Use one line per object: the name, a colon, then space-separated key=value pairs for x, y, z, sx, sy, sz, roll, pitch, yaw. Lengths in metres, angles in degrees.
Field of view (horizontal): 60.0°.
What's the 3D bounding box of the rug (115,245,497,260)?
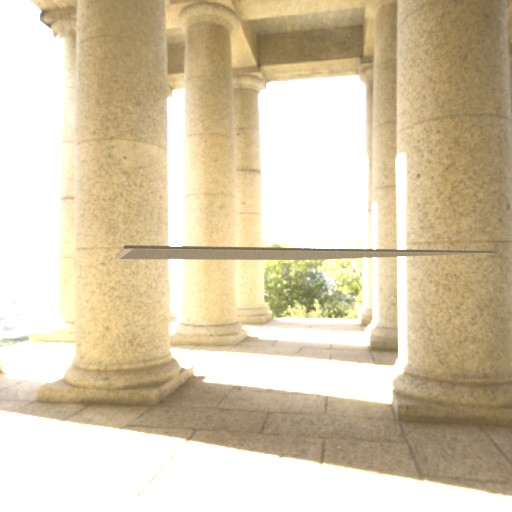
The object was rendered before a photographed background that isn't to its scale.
rug: x=0.000 y=0.000 z=4.024 sx=2.407 sy=0.020 sz=3.051 roll=0 pitch=-2 yaw=-18
